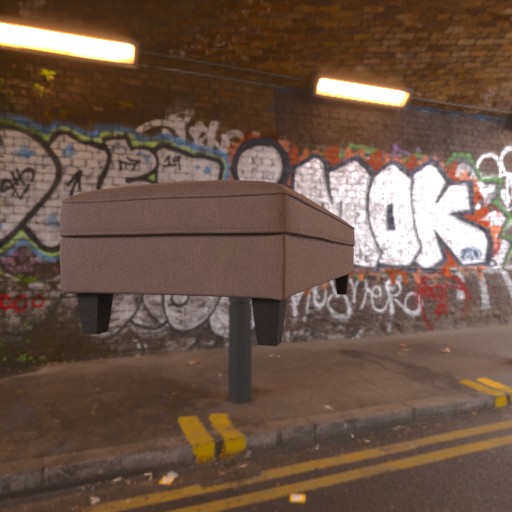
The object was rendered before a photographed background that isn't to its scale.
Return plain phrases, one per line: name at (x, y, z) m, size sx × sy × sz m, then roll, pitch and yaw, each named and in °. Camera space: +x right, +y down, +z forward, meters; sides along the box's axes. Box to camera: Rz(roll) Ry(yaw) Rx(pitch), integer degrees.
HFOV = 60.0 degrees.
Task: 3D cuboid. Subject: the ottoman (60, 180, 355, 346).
ottoman at (0.000, 0.000, 2.035) m, size 0.751 × 0.470 × 1.764 m, roll 0°, pitch 0°, yaw 18°
